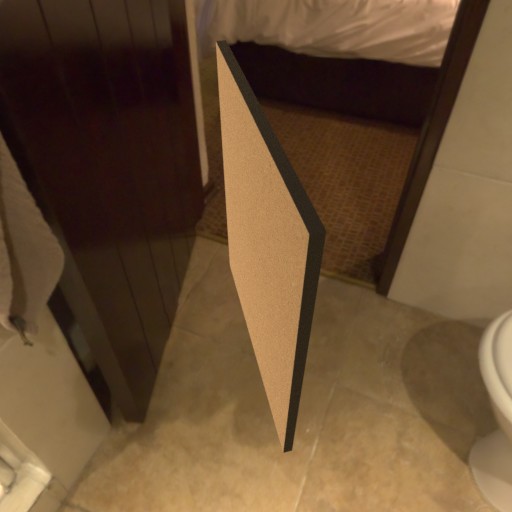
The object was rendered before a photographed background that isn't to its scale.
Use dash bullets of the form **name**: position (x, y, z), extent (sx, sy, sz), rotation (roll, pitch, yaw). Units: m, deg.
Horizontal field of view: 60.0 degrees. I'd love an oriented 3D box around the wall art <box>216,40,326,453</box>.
- **wall art**: position (0.000, 0.000, 1.217), extent (0.028, 0.863, 0.755), rotation (-10, 47, -10)
